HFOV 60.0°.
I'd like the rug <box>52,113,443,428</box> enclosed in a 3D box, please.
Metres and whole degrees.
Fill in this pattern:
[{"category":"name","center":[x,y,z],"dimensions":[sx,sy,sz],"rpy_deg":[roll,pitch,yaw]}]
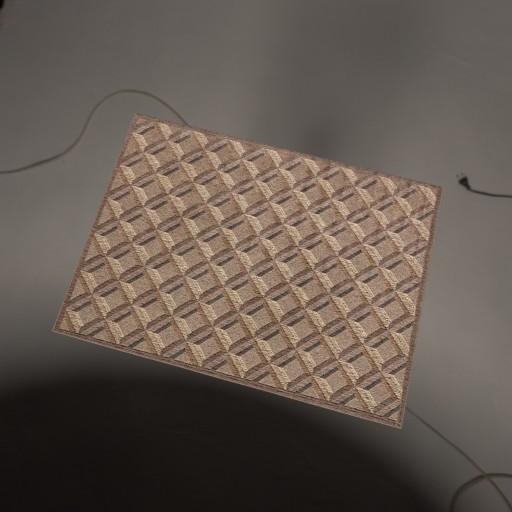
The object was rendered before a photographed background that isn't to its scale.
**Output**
[{"category":"rug","center":[0.000,0.000,4.306],"dimensions":[3.294,0.018,2.382],"rpy_deg":[15,76,4]}]
